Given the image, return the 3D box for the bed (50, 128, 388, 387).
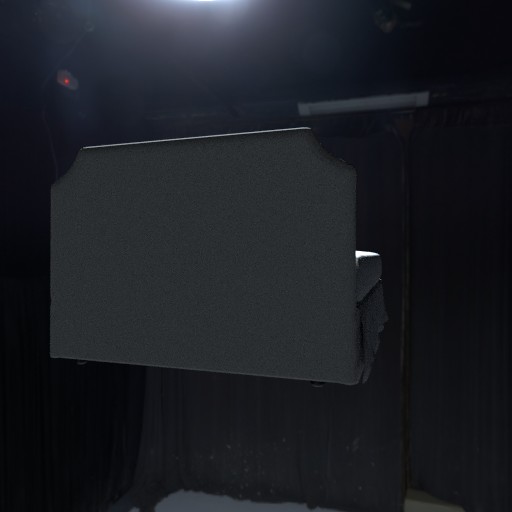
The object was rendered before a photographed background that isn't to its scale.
[{"bbox_3d":[0.000,0.000,3.569,1.977,1.293,2.498,0,0,18],"label":"bed"}]
